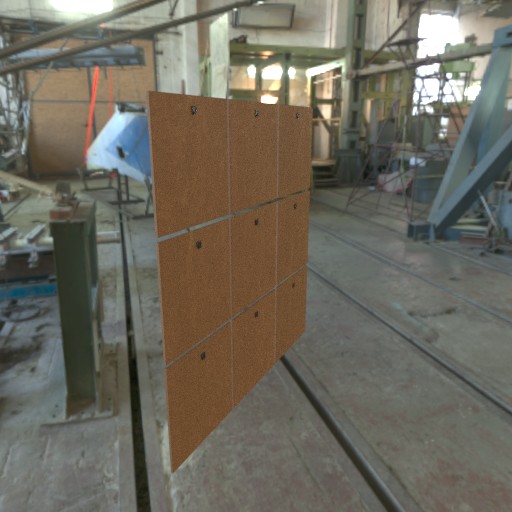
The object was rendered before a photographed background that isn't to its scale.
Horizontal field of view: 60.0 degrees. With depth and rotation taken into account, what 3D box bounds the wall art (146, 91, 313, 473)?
[{"bbox_3d":[0.000,0.000,2.313,0.023,1.522,1.526,8,18,26],"label":"wall art"}]
